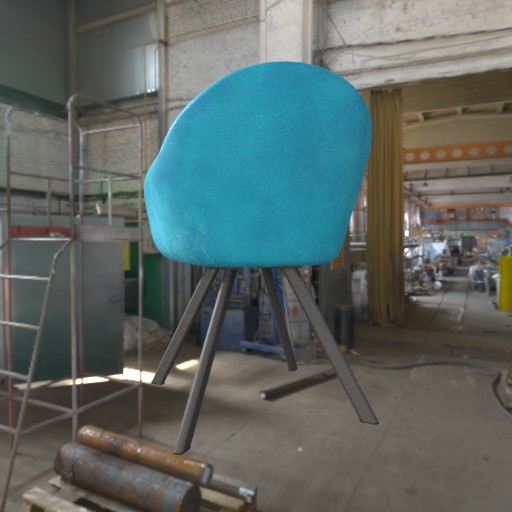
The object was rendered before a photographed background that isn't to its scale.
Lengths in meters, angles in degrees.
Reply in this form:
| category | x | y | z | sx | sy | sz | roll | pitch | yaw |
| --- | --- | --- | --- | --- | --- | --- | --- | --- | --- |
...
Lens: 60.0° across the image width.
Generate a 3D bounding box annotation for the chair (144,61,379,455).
| category | x | y | z | sx | sy | sz | roll | pitch | yaw |
| --- | --- | --- | --- | --- | --- | --- | --- | --- | --- |
| chair | 0.000 | 0.000 | 1.162 | 0.550 | 0.795 | 0.590 | -1 | 2 | -19 |
